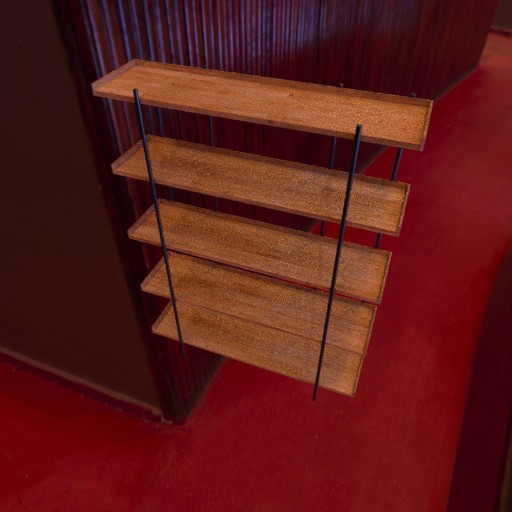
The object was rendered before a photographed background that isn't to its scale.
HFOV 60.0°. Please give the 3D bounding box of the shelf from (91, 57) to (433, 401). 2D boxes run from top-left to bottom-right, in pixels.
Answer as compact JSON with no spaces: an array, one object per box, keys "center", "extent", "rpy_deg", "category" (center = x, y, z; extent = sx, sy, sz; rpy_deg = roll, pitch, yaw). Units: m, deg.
[{"center":[0.000,0.000,2.415],"extent":[1.371,1.826,0.379],"rpy_deg":[14,44,15],"category":"shelf"}]
